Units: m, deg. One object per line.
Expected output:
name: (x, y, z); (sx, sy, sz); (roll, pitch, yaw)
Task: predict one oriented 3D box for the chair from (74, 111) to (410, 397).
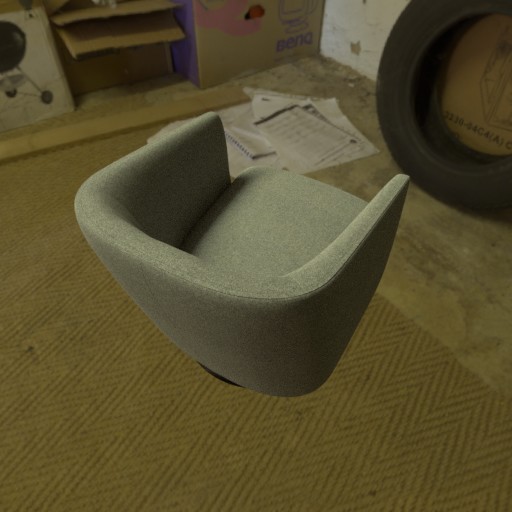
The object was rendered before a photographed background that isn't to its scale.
chair: (0.000, 0.000, 1.593); (0.822, 0.861, 0.986); (24, 51, 22)
